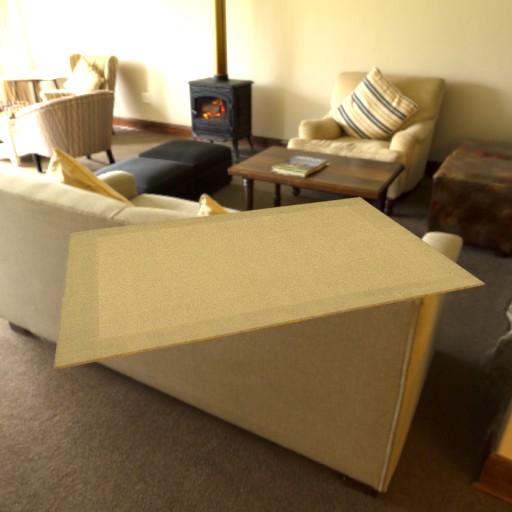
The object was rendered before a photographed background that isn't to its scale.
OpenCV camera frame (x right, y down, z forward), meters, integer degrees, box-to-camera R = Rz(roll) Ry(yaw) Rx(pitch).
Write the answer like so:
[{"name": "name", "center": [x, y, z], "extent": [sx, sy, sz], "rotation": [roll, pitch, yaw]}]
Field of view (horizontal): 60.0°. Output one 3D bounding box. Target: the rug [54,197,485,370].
[{"name": "rug", "center": [0.000, 0.000, 3.004], "extent": [2.438, 0.014, 1.524], "rotation": [-9, 30, -15]}]
